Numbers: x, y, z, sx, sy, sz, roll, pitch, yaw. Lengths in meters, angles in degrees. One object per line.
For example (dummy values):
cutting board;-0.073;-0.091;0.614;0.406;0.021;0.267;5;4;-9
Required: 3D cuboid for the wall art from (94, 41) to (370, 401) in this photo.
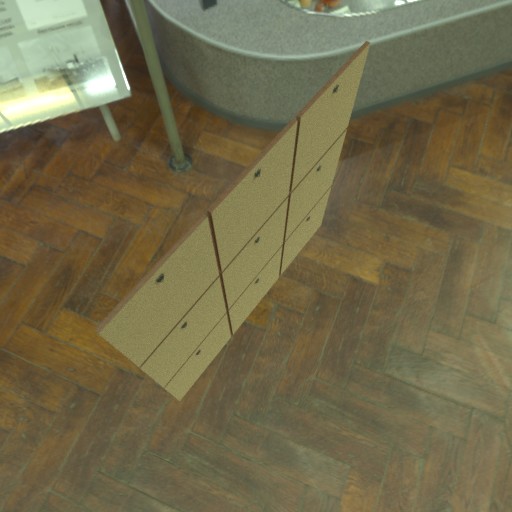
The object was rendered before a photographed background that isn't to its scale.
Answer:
wall art;0.000;0.000;1.792;0.024;1.218;1.221;35;69;15
